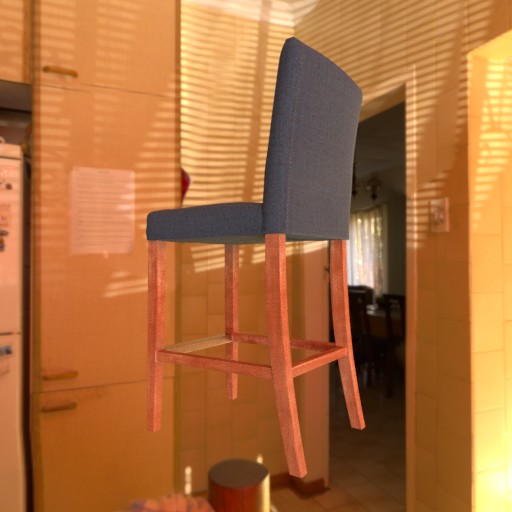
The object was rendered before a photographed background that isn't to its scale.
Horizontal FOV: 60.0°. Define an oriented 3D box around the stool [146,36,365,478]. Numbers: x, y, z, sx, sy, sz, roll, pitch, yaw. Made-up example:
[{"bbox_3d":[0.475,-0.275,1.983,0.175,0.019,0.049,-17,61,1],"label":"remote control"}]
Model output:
[{"bbox_3d":[0.000,0.000,1.405,0.574,1.088,0.454,-1,-1,35],"label":"stool"}]
